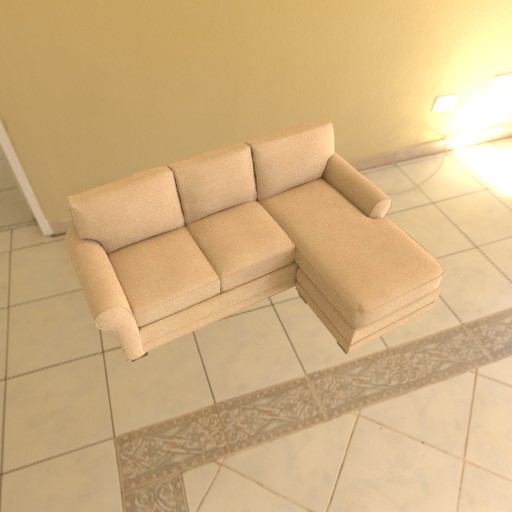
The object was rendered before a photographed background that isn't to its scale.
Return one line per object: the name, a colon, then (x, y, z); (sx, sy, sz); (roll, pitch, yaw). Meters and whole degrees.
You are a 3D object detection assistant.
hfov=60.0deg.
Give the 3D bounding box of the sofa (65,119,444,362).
sofa: (0.000, 0.000, 2.414); (1.770, 0.734, 1.226); (-22, 50, -20)
